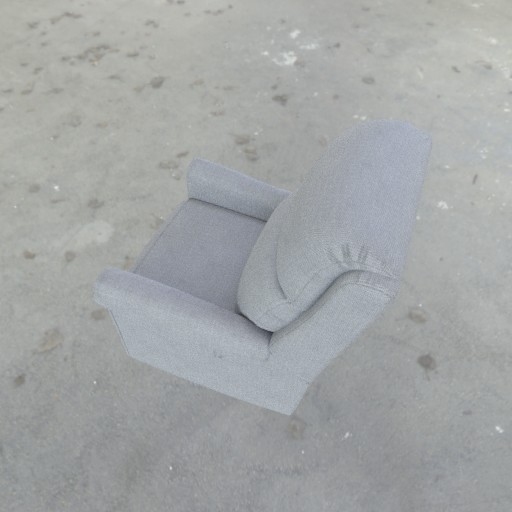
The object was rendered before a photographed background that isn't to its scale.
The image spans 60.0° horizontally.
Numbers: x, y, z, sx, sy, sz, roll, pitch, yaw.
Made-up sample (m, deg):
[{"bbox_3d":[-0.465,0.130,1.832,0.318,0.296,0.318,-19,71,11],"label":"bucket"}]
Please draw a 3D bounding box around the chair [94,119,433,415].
[{"bbox_3d":[0.000,0.000,1.729,1.014,1.054,0.838,16,50,14],"label":"chair"}]
